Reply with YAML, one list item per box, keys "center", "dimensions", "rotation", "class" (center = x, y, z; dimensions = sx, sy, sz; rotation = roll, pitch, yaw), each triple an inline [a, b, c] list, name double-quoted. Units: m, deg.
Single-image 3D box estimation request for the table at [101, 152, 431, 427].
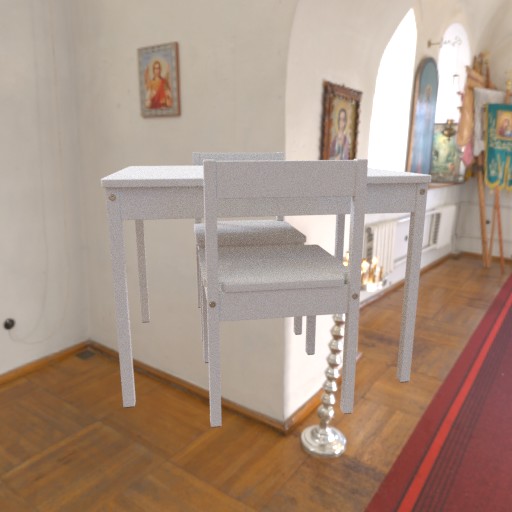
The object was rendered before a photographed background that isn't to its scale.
- center: [0.000, 0.000, 1.130]
  dimensions: [0.650, 0.503, 0.672]
  rotation: [-2, 14, -9]
  class: "table"
